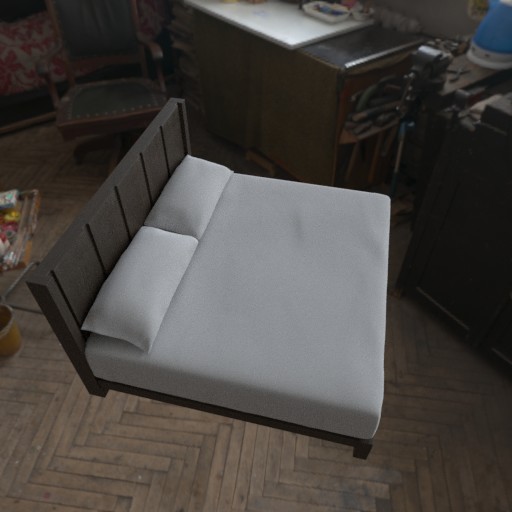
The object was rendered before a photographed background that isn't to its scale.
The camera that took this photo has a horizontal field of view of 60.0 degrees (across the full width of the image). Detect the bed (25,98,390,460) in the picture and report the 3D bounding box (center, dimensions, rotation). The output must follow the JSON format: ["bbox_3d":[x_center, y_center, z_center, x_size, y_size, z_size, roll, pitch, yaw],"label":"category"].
[{"bbox_3d":[0.000,0.000,3.366,2.012,1.270,2.134,10,47,9],"label":"bed"}]
